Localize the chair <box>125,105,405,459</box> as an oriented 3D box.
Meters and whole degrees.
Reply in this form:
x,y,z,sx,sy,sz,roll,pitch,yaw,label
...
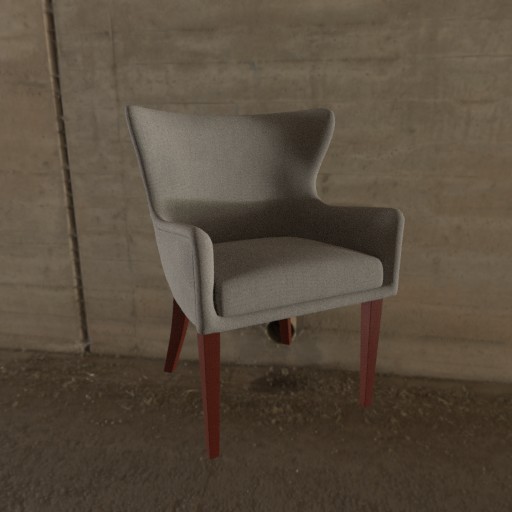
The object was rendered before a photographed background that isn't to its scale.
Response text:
x,y,z,sx,sy,sz,roll,pitch,yaw,label
0.000,0.000,1.462,0.732,0.948,0.677,-8,18,-25,chair
